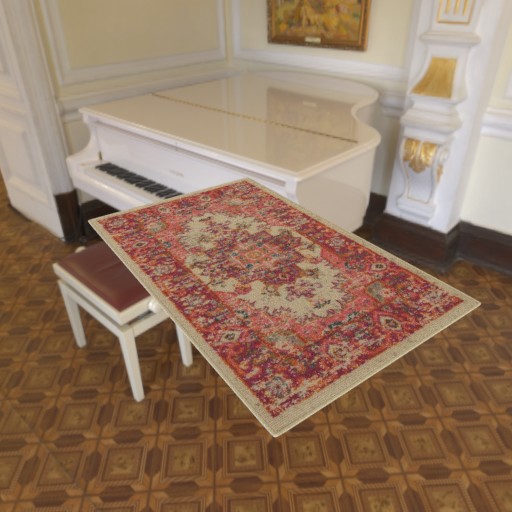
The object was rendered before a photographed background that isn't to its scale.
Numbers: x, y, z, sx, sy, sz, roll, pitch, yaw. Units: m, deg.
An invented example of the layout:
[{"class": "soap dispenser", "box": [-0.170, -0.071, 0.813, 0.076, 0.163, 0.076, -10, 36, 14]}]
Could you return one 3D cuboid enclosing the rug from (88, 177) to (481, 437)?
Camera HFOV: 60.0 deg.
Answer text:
[{"class": "rug", "box": [0.000, 0.000, 1.098, 0.556, 0.004, 0.868, -21, 38, -30]}]
